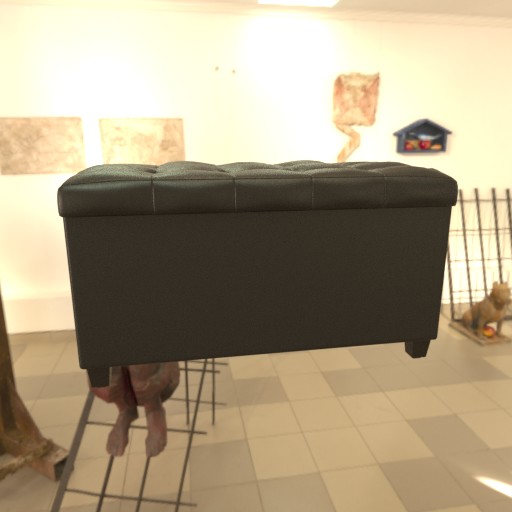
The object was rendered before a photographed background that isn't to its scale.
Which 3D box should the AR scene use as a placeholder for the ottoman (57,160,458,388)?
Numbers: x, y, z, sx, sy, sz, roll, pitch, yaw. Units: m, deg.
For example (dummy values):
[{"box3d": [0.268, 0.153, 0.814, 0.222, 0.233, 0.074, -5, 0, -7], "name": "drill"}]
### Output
[{"box3d": [0.000, 0.000, 1.138, 0.838, 0.470, 0.432, -3, 15, -10], "name": "ottoman"}]
